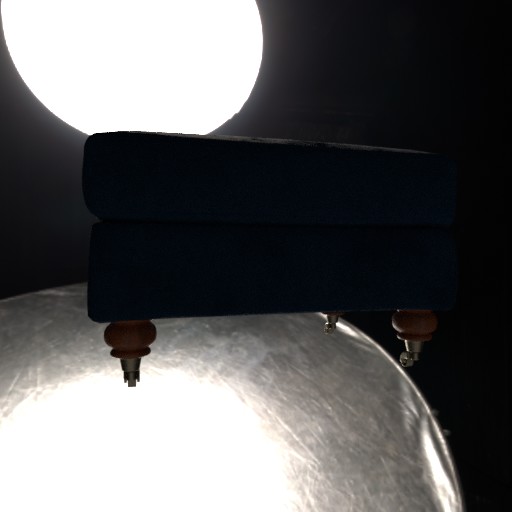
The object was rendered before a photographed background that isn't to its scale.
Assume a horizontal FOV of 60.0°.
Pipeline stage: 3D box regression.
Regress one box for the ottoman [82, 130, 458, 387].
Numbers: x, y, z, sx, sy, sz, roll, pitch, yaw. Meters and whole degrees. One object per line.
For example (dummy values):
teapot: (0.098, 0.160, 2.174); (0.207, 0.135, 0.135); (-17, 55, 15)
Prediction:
ottoman: (0.000, 0.000, 1.105); (0.773, 0.503, 0.572); (0, 0, -15)
